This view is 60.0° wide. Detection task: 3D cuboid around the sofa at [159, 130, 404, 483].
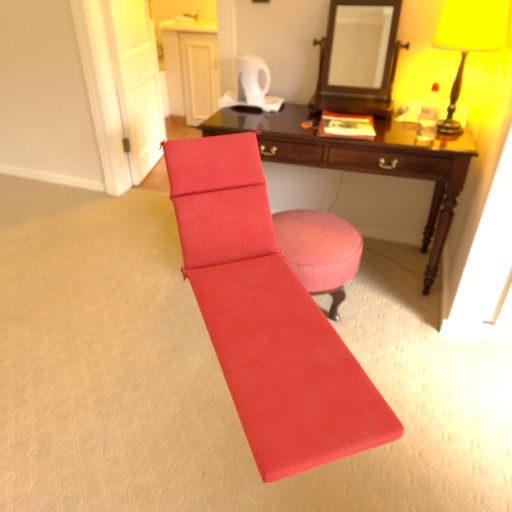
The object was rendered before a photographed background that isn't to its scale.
[{"bbox_3d":[0.000,0.000,1.957,0.582,0.622,1.663,-11,35,-16],"label":"sofa"}]
